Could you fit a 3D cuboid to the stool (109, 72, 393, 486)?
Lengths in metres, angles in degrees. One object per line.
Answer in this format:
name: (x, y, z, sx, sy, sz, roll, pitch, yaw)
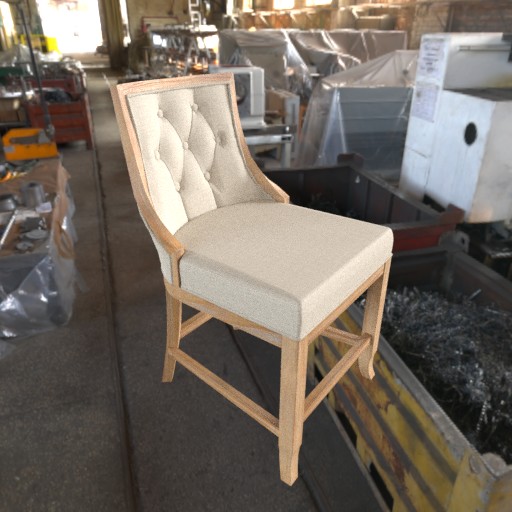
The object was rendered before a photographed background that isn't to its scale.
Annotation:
stool: (0.000, 0.000, 1.289, 0.626, 0.938, 0.524, 19, 33, 33)
